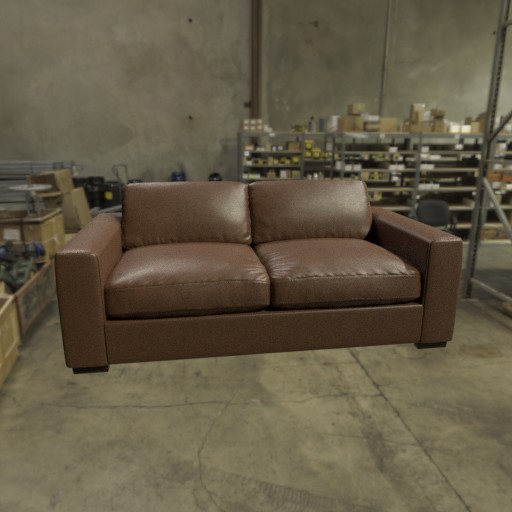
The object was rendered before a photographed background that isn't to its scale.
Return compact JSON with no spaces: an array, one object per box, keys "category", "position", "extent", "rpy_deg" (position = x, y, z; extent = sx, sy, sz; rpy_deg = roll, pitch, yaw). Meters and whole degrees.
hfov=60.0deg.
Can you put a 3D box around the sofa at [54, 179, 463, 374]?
[{"category":"sofa","position":[0.000,0.000,2.547],"extent":[1.920,0.800,1.070],"rpy_deg":[-2,15,-8]}]
